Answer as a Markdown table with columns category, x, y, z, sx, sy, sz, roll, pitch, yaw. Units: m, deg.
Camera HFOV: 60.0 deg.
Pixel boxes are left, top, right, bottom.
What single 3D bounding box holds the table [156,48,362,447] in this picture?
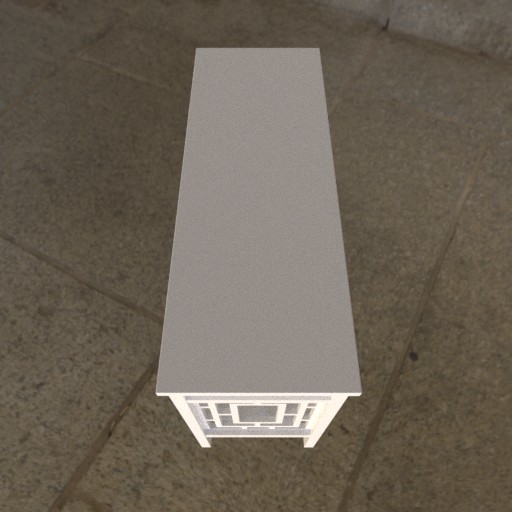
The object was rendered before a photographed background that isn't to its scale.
| category | x | y | z | sx | sy | sz | roll | pitch | yaw |
| --- | --- | --- | --- | --- | --- | --- | --- | --- | --- |
| table | 0.000 | 0.000 | 1.427 | 0.397 | 0.753 | 1.068 | 0 | 58 | 0 |
